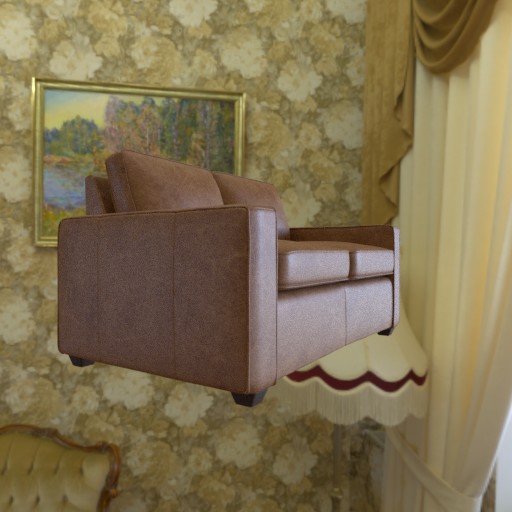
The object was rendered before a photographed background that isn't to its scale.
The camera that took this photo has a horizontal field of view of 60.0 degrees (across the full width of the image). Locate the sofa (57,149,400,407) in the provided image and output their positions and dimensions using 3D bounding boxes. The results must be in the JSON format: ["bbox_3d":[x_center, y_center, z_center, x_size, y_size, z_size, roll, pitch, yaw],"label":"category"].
[{"bbox_3d":[0.000,0.000,2.165,1.020,0.896,1.532,0,1,34],"label":"sofa"}]
